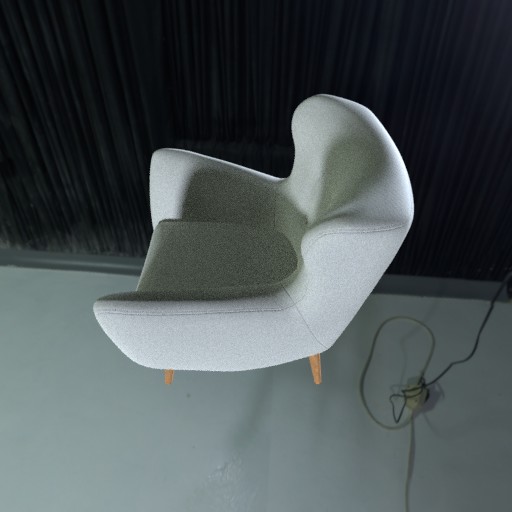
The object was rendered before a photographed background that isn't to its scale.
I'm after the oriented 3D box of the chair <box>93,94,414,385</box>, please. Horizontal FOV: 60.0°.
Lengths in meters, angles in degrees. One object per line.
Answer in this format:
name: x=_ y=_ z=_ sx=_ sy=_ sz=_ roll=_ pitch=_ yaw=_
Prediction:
chair: x=0.000 y=0.000 z=1.595 sx=0.889 sy=0.889 sz=0.890 roll=1 pitch=42 yaw=1
